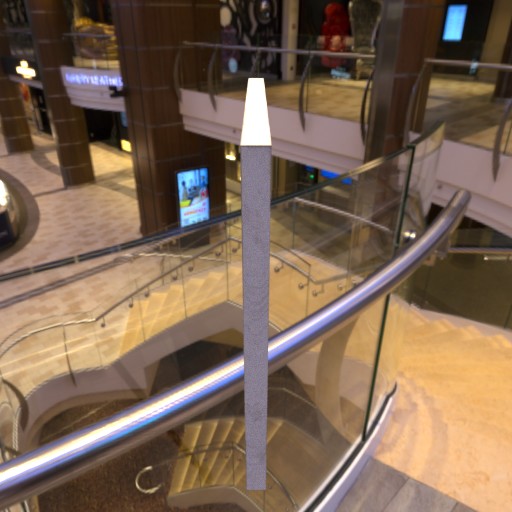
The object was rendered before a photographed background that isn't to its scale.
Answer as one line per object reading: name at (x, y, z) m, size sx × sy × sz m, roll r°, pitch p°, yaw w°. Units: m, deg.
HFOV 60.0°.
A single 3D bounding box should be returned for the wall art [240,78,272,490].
wall art at (0.000, 0.000, 0.753) m, size 0.029 × 0.506 × 0.508 m, roll 0°, pitch 28°, yaw 0°
